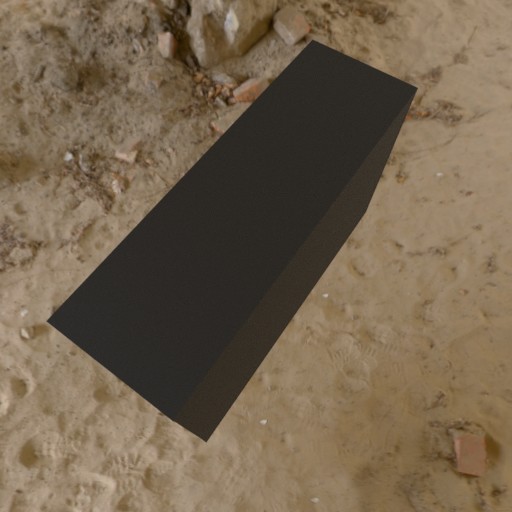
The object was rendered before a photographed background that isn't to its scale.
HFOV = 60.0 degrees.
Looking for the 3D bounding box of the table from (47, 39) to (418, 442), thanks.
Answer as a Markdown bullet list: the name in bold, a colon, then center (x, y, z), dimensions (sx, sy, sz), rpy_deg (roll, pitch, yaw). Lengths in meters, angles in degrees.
- **table**: center (0.000, 0.000, 1.605), dimensions (0.400, 0.855, 1.200), rpy_deg (32, 68, 15)
